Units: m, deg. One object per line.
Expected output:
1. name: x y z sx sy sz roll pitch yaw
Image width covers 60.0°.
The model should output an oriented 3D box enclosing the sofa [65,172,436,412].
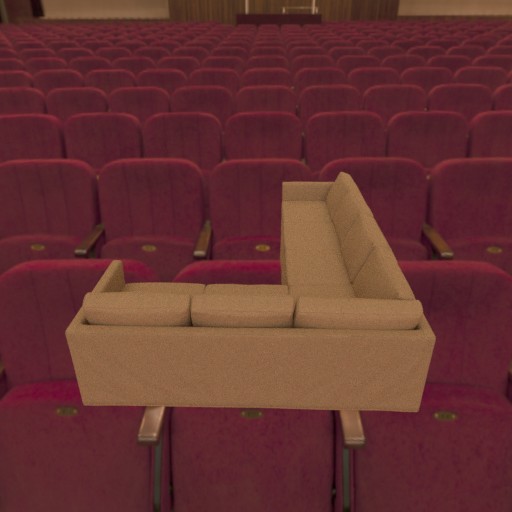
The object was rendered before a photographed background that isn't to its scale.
1. sofa: 0.000 0.000 4.377 2.432 0.871 3.182 1 28 1
